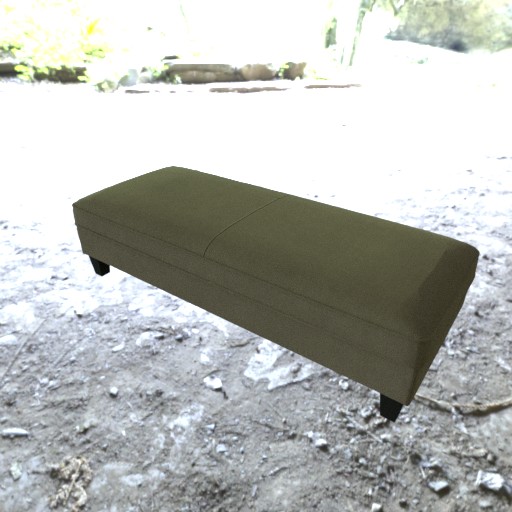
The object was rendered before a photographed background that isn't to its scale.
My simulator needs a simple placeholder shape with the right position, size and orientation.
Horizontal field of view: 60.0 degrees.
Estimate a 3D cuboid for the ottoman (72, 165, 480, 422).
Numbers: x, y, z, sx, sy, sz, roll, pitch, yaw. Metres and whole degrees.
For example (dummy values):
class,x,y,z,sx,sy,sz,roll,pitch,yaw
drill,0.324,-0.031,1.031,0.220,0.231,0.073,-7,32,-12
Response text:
class,x,y,z,sx,sy,sz,roll,pitch,yaw
ottoman,0.000,0.000,2.019,1.726,0.460,0.735,20,36,30
